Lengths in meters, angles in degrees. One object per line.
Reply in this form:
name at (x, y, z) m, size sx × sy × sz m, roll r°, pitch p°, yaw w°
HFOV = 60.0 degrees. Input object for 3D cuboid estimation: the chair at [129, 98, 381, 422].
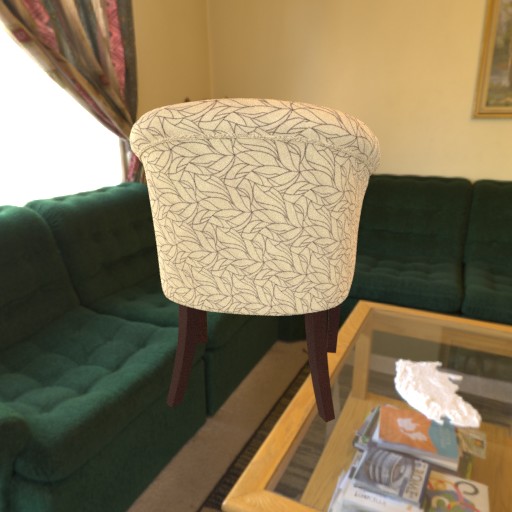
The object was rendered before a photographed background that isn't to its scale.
chair at (0.000, 0.000, 1.314) m, size 0.686 × 0.858 × 0.613 m, roll 2°, pitch 17°, yaw 8°
